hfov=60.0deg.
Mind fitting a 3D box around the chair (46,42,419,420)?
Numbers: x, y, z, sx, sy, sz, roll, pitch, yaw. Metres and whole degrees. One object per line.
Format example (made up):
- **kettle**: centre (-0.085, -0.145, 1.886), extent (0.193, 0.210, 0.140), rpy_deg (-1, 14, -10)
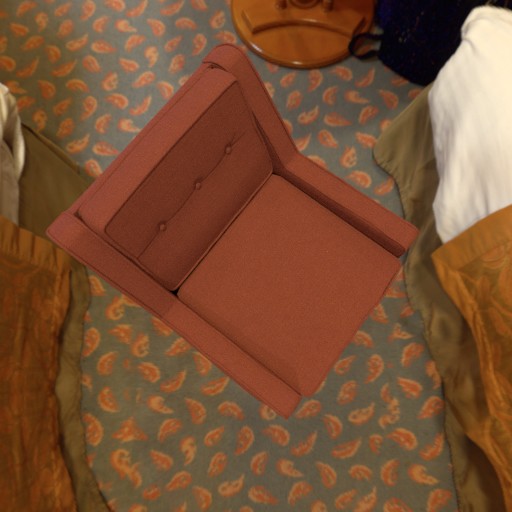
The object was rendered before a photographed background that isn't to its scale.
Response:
- **chair**: centre (0.000, 0.000, 1.375), extent (0.770, 0.812, 0.680), rpy_deg (37, 79, 8)
